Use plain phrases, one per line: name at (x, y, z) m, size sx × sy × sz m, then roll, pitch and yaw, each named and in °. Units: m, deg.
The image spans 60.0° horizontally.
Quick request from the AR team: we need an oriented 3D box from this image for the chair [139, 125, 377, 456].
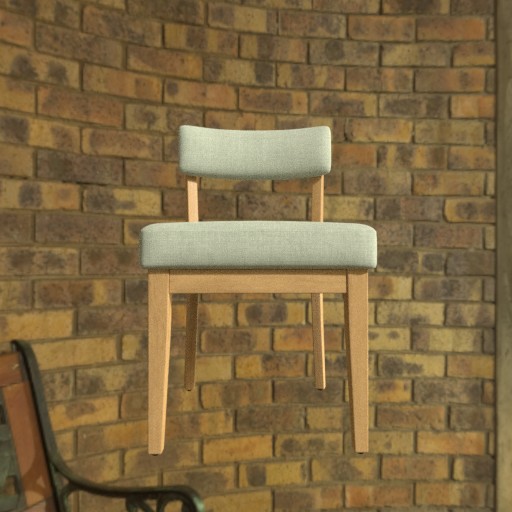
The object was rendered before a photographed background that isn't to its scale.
chair at (0.000, 0.000, 1.192) m, size 0.508 × 0.832 × 0.572 m, roll 0°, pitch 0°, yaw -1°
